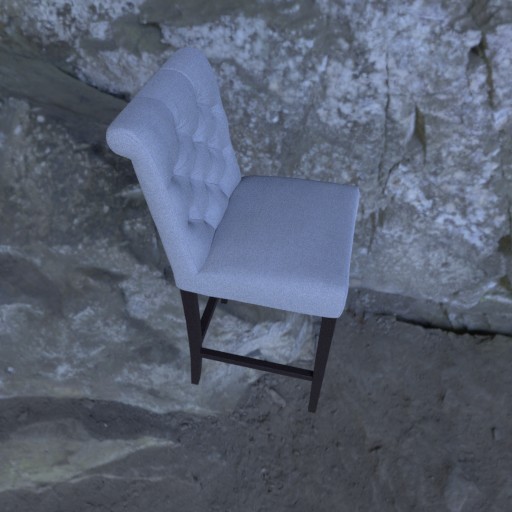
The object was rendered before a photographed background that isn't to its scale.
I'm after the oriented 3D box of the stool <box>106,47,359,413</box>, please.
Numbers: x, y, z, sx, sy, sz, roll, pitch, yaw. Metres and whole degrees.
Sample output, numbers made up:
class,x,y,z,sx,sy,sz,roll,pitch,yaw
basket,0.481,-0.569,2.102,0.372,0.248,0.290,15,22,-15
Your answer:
class,x,y,z,sx,sy,sz,roll,pitch,yaw
stool,0.000,0.000,1.467,0.601,1.140,0.493,10,47,9
